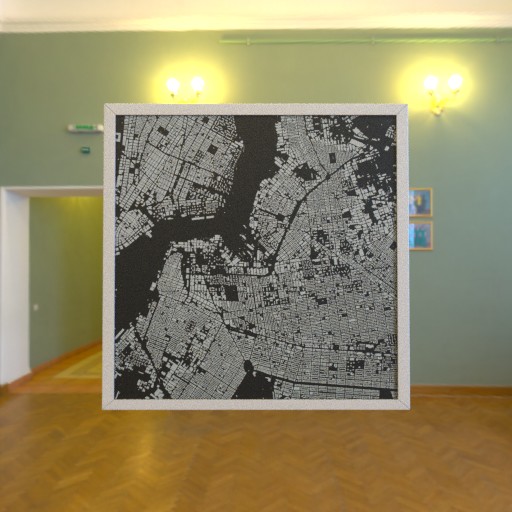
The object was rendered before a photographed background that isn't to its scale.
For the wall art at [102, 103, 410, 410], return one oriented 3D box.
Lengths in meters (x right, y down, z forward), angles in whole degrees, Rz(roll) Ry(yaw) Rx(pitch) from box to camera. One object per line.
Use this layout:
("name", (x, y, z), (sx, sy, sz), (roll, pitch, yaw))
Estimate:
("wall art", (0.000, 0.000, 1.126), (0.761, 0.762, 0.050), (0, -1, 0))
